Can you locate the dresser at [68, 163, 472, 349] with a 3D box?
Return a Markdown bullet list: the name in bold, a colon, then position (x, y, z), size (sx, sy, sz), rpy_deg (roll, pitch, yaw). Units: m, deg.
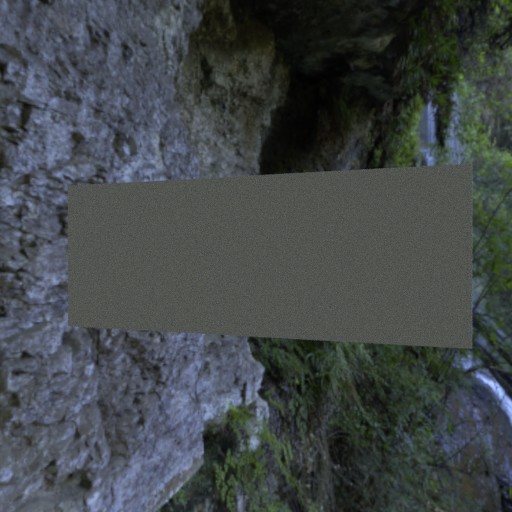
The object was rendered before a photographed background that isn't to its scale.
- **dresser**: position (0.000, 0.000, 2.568), size (2.200, 0.840, 0.500), rpy_deg (0, 0, 17)
